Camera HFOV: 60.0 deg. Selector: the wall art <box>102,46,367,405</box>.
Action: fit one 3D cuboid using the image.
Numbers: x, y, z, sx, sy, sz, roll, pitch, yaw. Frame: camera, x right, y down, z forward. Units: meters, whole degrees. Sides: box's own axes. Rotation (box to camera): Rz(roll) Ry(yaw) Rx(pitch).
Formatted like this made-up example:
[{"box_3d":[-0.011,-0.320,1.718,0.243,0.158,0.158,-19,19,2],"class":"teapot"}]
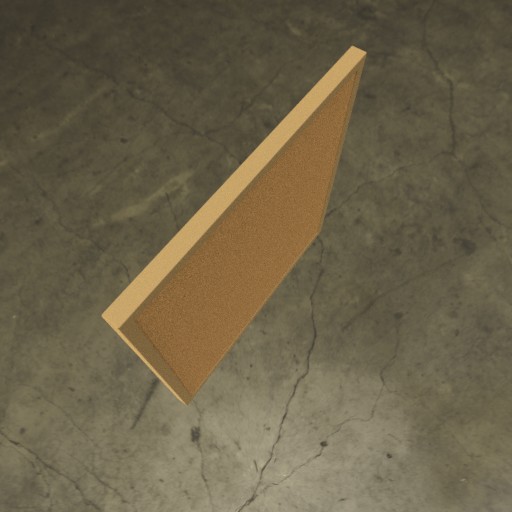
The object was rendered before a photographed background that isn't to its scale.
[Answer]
[{"box_3d":[0.000,0.000,1.156,0.037,0.761,0.761,33,68,16],"class":"wall art"}]
